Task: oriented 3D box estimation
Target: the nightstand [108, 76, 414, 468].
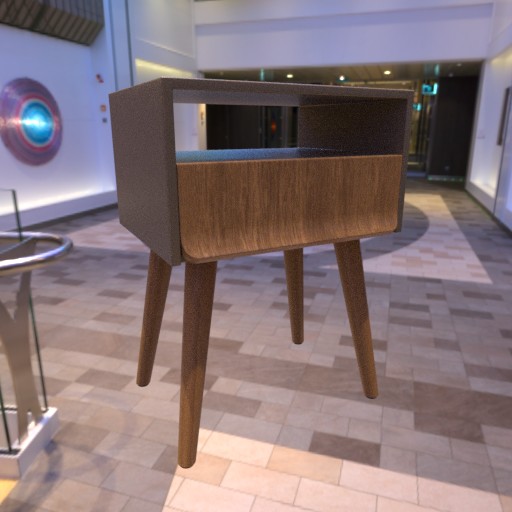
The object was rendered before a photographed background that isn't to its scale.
[{"bbox_3d":[0.000,0.000,0.729,0.370,0.508,0.288,-9,18,-27],"label":"nightstand"}]
